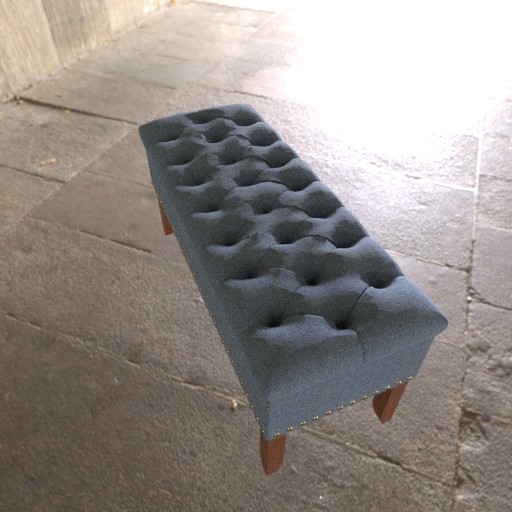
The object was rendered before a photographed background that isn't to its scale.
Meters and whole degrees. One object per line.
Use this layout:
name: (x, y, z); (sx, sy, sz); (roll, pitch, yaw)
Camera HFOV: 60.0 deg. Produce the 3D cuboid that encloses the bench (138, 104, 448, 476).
bench: (0.000, 0.000, 1.327); (0.417, 0.492, 1.052); (-17, 47, -16)
